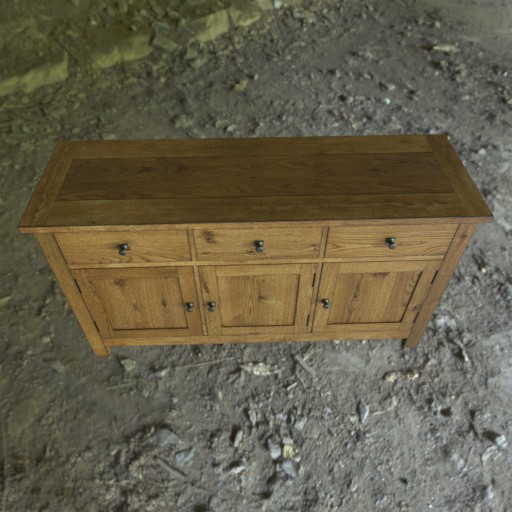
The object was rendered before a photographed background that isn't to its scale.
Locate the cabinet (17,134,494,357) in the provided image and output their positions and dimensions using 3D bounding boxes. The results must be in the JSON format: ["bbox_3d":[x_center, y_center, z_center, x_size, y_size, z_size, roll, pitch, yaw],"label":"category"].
[{"bbox_3d":[0.000,0.000,1.823,1.474,0.813,0.480,-1,47,-1],"label":"cabinet"}]
